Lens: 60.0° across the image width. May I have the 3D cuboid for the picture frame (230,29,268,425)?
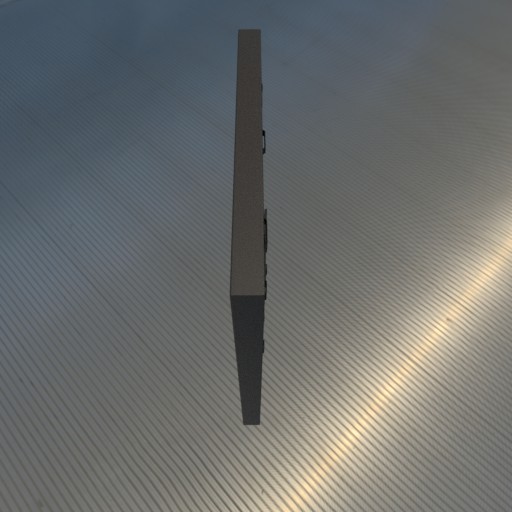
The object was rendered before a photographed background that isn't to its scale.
[{"bbox_3d":[0.000,0.000,0.532,0.036,0.383,0.307,0,57,0],"label":"picture frame"}]
